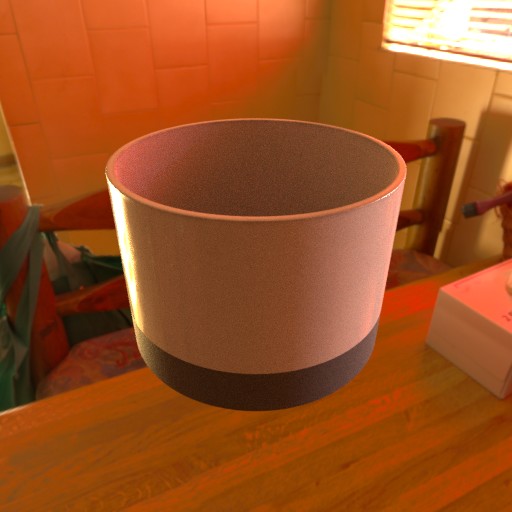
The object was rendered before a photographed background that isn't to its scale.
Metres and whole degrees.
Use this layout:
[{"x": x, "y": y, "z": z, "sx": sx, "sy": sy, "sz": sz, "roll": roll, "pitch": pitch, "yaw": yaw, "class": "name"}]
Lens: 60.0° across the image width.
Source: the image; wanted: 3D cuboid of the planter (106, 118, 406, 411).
[{"x": 0.000, "y": 0.000, "z": 0.224, "sx": 0.128, "sy": 0.105, "sz": 0.128, "roll": 0, "pitch": 31, "yaw": 0, "class": "planter"}]
